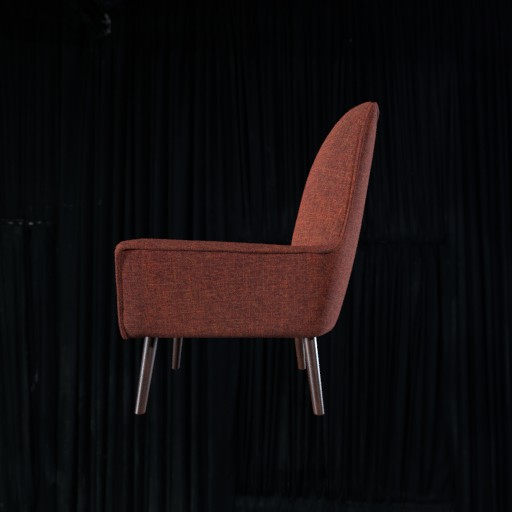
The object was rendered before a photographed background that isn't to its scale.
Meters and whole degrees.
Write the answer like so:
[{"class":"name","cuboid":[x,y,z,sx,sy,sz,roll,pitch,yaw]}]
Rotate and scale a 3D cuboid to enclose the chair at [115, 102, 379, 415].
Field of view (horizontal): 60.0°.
[{"class":"chair","cuboid":[0.000,0.000,1.544,0.784,0.911,0.803,0,-1,1]}]
